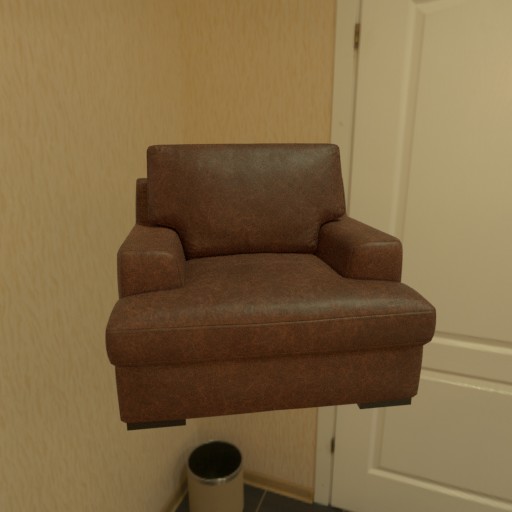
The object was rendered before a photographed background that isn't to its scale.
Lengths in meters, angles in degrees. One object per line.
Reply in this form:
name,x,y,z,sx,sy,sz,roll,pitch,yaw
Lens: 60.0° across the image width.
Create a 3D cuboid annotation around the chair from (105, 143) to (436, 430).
chair,0.000,0.000,1.979,1.168,0.939,1.143,-2,17,-8
